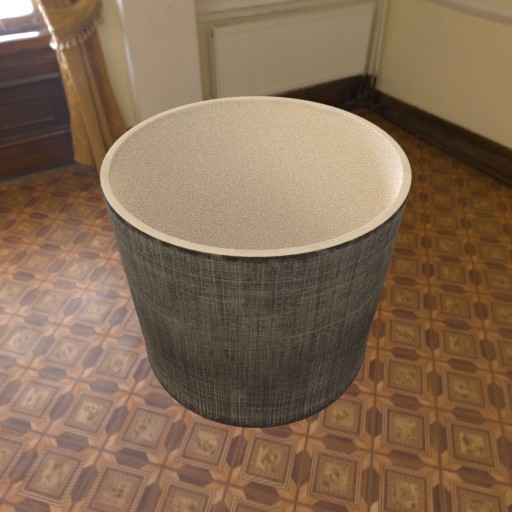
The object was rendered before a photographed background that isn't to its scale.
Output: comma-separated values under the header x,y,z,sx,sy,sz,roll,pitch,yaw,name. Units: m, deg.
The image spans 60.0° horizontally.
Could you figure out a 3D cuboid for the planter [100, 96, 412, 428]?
x,y,z,sx,sy,sz,roll,pitch,yaw,name
0.000,0.000,0.313,0.178,0.157,0.178,0,42,0,planter
